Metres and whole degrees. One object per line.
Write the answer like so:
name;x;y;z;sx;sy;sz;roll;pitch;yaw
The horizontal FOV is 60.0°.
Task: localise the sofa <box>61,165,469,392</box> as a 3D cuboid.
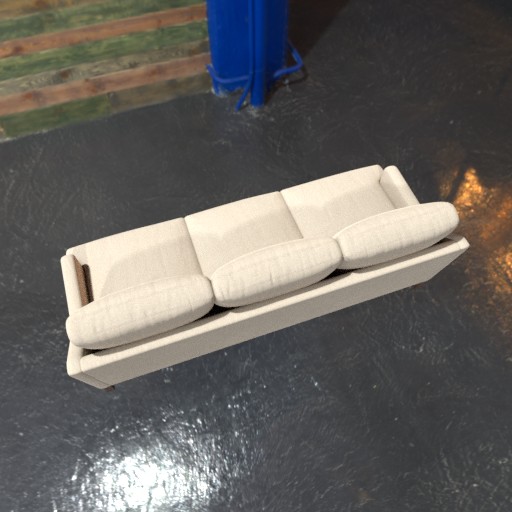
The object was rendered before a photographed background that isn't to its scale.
sofa;0.000;0.000;2.821;2.321;0.913;1.000;-17;59;-10
